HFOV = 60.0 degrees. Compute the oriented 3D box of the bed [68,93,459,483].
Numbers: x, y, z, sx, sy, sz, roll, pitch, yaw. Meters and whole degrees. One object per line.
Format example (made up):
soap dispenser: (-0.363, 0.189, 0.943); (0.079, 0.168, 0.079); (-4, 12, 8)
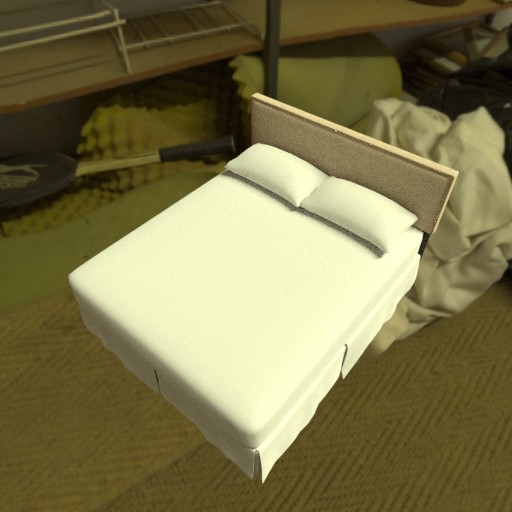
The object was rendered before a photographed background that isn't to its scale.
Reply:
bed: (0.000, 0.000, 2.850); (1.616, 1.016, 1.876); (31, 54, 27)
